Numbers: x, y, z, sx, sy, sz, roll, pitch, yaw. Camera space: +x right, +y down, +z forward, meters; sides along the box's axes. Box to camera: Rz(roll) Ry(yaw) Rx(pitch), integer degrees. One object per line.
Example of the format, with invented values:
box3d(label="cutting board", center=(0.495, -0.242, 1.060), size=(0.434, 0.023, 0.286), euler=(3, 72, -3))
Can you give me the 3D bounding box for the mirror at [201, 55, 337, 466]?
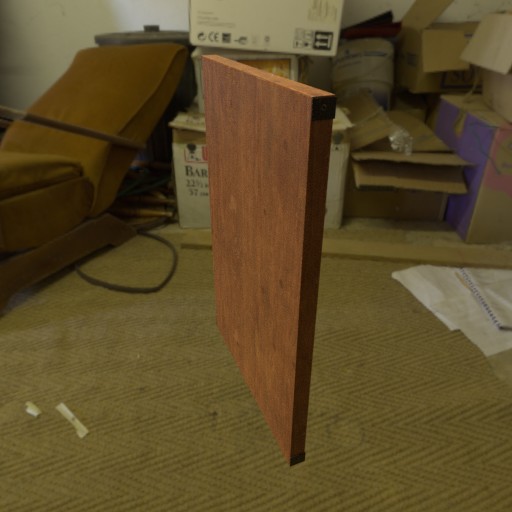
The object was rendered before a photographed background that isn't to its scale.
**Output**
box3d(label="mirror", center=(0.000, 0.000, 0.974), size=(0.053, 0.761, 0.517), euler=(-12, 32, -19))
